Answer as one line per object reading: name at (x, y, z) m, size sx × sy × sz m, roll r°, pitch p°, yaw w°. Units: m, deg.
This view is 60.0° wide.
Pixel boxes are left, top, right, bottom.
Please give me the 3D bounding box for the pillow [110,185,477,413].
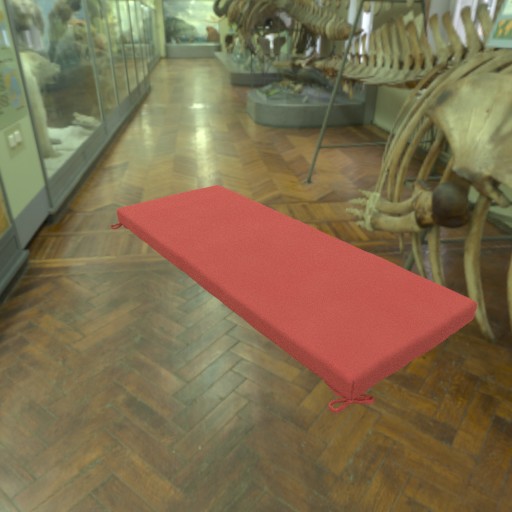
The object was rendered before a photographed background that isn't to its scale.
pillow at (0.000, 0.000, 1.354) m, size 0.492 × 0.081 × 1.187 m, roll -20°, pitch 33°, yaw -33°
